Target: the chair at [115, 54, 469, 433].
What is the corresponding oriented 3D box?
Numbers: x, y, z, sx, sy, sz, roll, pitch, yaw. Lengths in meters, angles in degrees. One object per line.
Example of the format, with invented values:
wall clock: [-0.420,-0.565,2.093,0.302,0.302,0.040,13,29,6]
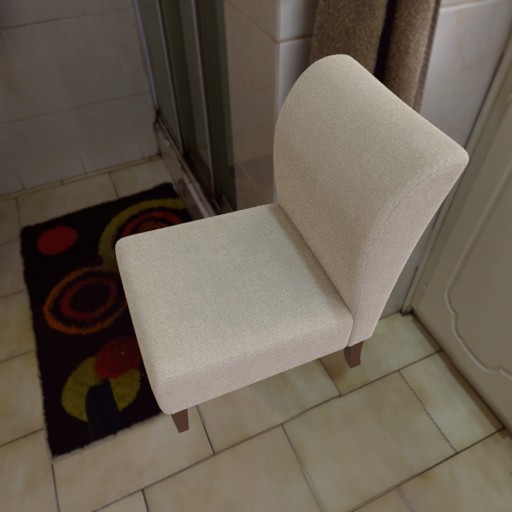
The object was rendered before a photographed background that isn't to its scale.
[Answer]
chair: [0.000,0.000,1.258,0.754,0.833,0.521,-17,51,-15]
